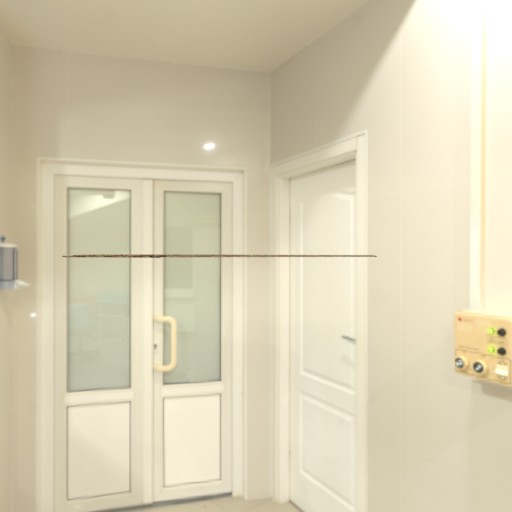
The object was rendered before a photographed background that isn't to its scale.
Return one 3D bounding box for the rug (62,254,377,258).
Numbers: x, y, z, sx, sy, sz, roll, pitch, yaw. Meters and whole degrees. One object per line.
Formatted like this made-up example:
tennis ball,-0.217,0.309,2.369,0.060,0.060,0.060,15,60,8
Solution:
rug,0.000,0.000,2.913,2.378,0.018,1.324,0,0,-36
